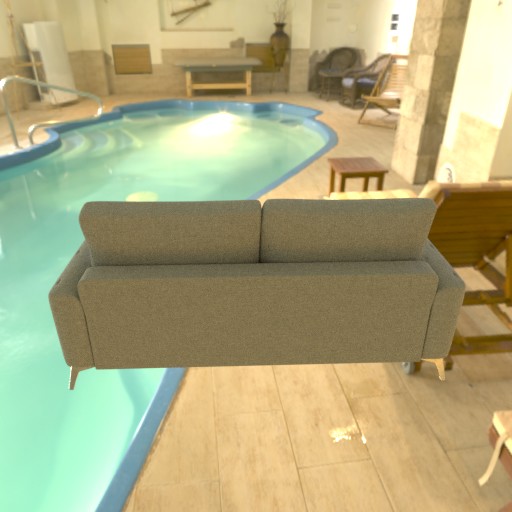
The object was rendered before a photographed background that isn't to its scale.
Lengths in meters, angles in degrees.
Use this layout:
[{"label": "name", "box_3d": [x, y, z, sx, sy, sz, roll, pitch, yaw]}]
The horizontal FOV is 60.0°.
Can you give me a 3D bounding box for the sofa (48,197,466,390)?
[{"label": "sofa", "box_3d": [0.000, 0.000, 2.129, 1.650, 0.790, 0.920, -1, 28, -2]}]
